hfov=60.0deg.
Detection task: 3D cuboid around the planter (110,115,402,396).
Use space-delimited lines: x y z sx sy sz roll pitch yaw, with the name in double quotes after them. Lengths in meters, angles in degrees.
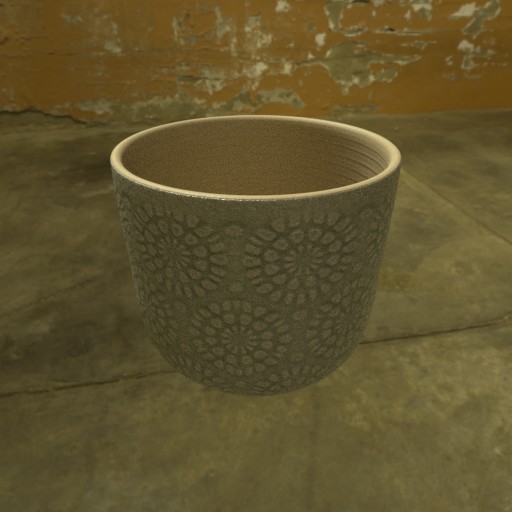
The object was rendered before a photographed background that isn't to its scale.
0.000 0.000 0.304 0.169 0.153 0.169 0 30 0 "planter"
